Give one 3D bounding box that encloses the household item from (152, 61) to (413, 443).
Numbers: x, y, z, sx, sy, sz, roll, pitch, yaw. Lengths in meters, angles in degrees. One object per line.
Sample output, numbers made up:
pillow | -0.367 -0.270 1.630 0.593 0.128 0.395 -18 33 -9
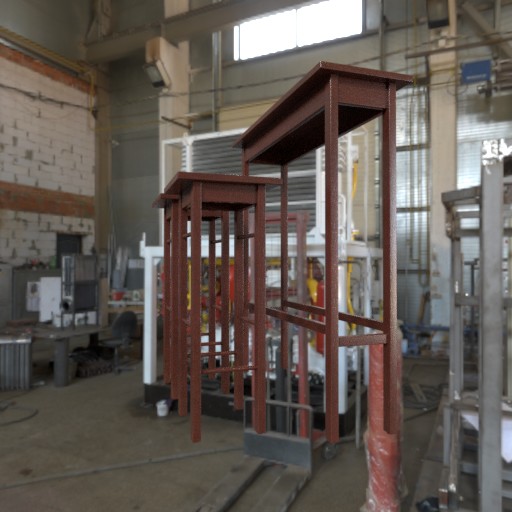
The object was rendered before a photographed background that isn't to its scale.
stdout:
household item | 0.000 0.000 1.637 0.676 1.067 0.914 0 -1 -19
